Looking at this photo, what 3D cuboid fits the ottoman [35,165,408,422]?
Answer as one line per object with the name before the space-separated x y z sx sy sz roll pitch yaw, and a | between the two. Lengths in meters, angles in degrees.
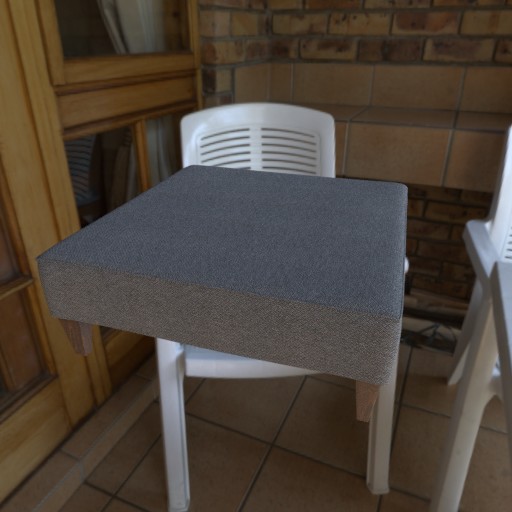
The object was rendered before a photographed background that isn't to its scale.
ottoman | 0.000 0.000 1.548 0.970 0.378 0.981 8 28 16
